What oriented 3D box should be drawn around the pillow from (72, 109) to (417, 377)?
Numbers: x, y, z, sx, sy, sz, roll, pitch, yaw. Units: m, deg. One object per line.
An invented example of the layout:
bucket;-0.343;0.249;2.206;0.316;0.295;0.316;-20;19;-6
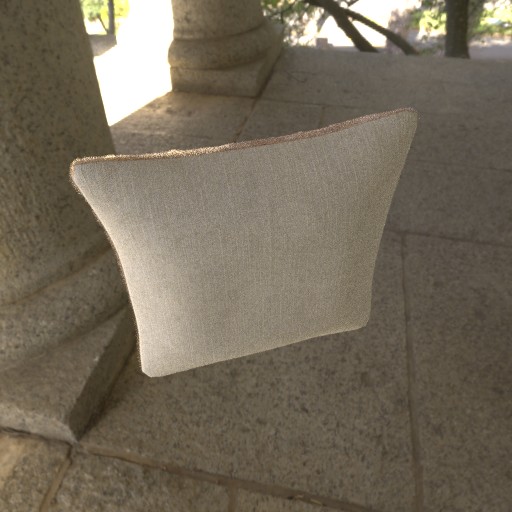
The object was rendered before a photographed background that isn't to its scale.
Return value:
pillow;0.000;0.000;0.826;0.538;0.525;0.216;-12;44;-13
